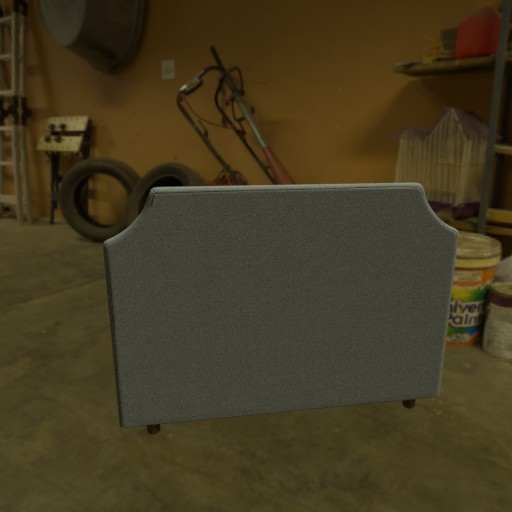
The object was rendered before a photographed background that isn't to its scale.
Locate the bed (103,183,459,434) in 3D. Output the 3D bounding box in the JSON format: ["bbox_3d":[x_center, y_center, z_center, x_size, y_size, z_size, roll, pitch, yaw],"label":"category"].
[{"bbox_3d":[0.000,0.000,3.343,1.811,1.296,2.259,-2,15,-9],"label":"bed"}]
